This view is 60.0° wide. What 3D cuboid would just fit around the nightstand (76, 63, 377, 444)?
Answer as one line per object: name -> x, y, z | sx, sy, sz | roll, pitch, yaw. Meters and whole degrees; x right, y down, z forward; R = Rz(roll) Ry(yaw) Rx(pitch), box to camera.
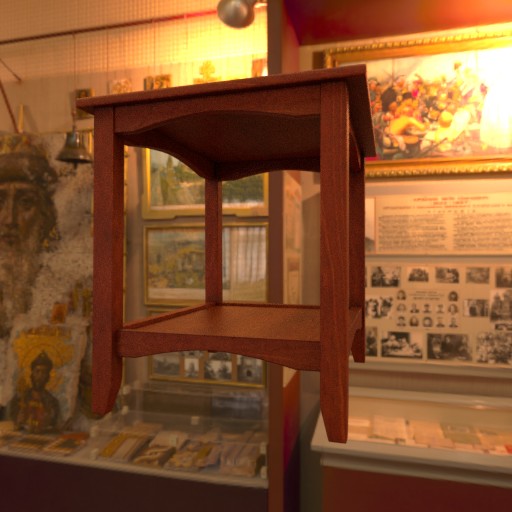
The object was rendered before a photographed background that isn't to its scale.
nightstand -> 0.000, 0.000, 0.980 | 0.501, 0.558, 0.558 | 0, 0, 17
